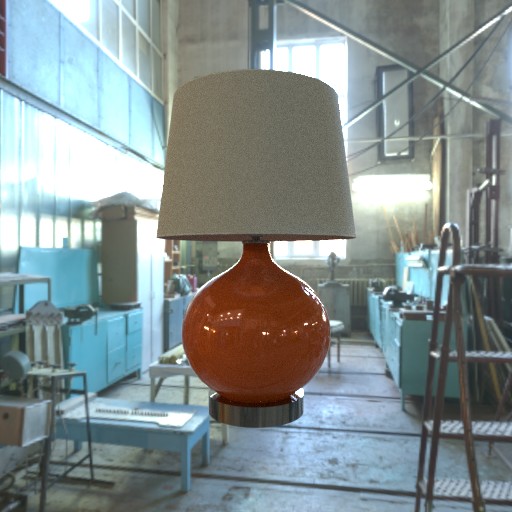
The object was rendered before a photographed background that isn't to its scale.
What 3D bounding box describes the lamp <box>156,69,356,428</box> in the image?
[{"bbox_3d":[0.000,0.000,0.559,0.247,0.387,0.247,0,0,0],"label":"lamp"}]
